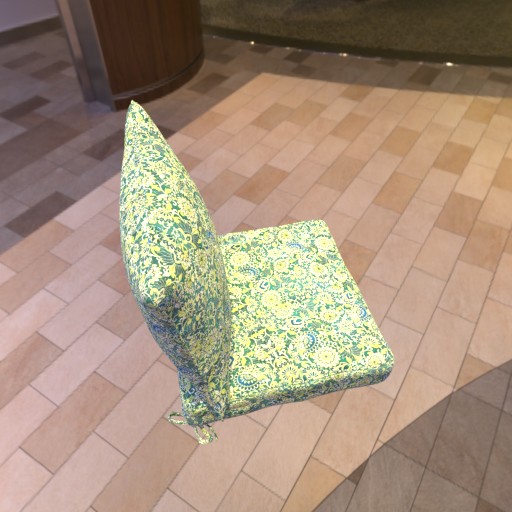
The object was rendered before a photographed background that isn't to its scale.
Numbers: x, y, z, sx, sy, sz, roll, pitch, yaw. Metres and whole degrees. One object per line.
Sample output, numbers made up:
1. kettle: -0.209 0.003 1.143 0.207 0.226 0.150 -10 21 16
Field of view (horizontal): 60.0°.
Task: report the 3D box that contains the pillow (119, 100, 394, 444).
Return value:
1. pillow: 0.000 0.000 1.360 0.740 0.722 0.798 -10 47 -9
